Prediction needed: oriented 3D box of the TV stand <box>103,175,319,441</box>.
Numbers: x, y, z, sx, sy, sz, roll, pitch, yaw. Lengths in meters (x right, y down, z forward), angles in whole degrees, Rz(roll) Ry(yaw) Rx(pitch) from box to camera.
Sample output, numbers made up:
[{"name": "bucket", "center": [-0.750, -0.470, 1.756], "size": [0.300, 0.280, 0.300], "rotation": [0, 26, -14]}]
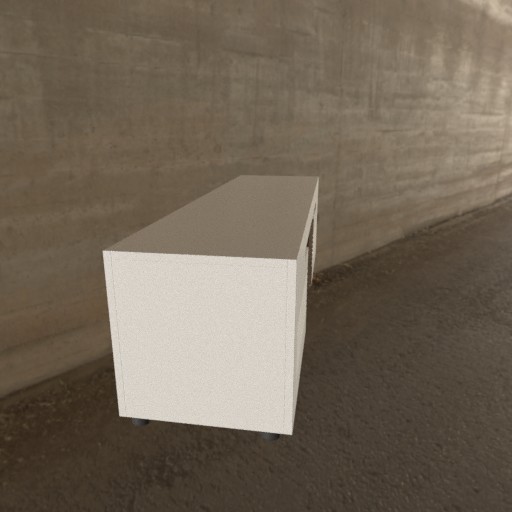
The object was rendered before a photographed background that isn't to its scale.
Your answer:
[{"name": "TV stand", "center": [0.000, 0.000, 1.676], "size": [0.410, 0.440, 1.500], "rotation": [3, 17, 9]}]
